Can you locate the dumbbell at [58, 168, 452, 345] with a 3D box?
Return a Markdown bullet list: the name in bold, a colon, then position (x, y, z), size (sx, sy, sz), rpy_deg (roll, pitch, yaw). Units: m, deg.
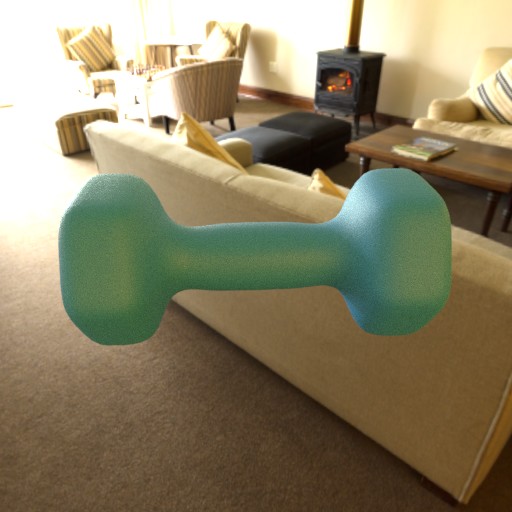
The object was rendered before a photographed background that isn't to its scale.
- **dumbbell**: position (0.000, 0.000, 0.189), size (0.152, 0.066, 0.074), rpy_deg (-1, 32, -2)
